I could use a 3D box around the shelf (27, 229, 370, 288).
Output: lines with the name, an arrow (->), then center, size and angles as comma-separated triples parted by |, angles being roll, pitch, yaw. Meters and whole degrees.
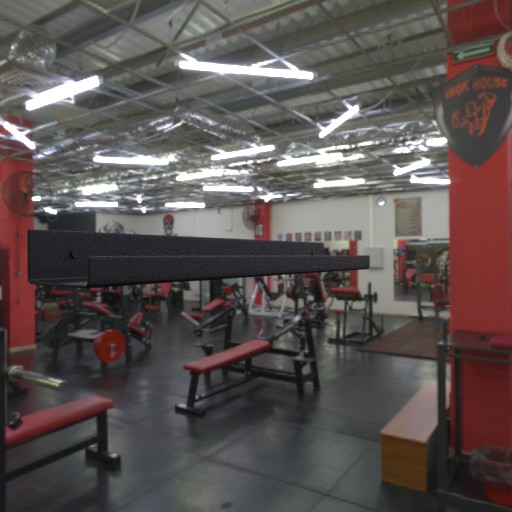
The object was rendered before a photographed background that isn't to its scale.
shelf -> 0.000, 0.000, 0.639 | 0.102, 0.053, 0.605 | 0, 0, 36
